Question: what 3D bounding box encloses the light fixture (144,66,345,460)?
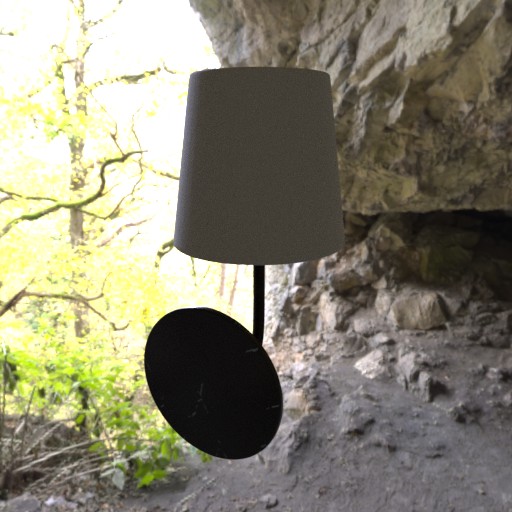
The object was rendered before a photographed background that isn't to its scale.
[{"bbox_3d":[0.000,0.000,0.443,0.168,0.337,0.188,9,18,27],"label":"light fixture"}]
